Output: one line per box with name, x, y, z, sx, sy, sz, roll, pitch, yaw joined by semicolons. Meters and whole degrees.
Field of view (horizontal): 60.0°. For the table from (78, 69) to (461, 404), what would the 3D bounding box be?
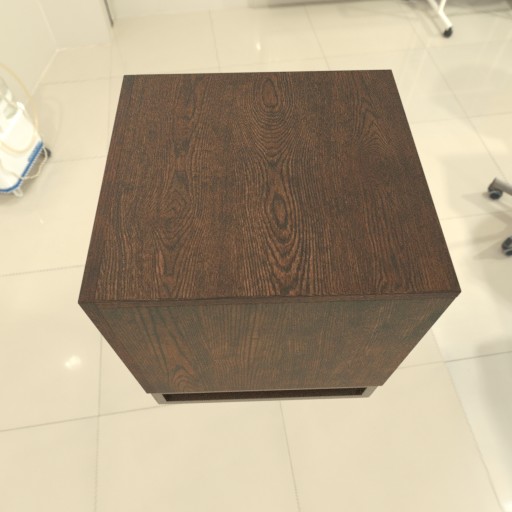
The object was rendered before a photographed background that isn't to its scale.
table;0.000;0.000;1.000;0.566;0.582;0.506;-2;58;-1
